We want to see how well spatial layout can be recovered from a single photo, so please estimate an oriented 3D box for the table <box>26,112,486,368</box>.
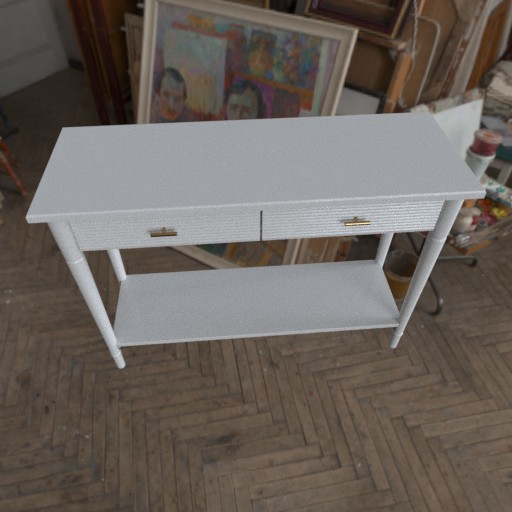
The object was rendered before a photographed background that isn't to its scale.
[{"bbox_3d":[0.000,0.000,1.420,1.067,0.749,0.381,-3,46,-3],"label":"table"}]
